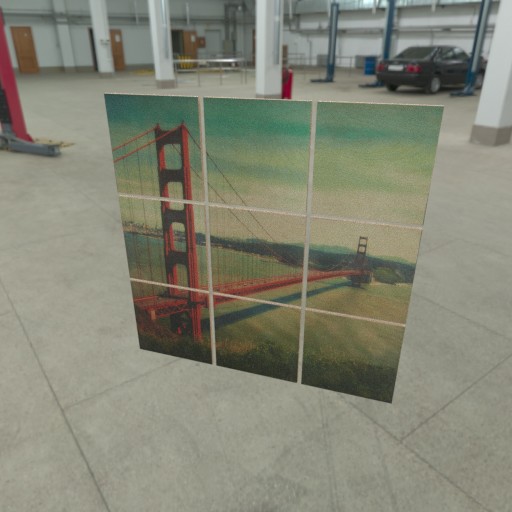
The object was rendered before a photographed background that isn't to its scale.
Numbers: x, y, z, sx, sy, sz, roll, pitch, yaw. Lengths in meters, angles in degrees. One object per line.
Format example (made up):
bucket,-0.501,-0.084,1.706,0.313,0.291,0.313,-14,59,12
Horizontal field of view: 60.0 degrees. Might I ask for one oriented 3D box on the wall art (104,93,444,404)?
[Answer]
wall art,0.000,0.000,1.353,0.917,0.910,0.012,8,27,16
